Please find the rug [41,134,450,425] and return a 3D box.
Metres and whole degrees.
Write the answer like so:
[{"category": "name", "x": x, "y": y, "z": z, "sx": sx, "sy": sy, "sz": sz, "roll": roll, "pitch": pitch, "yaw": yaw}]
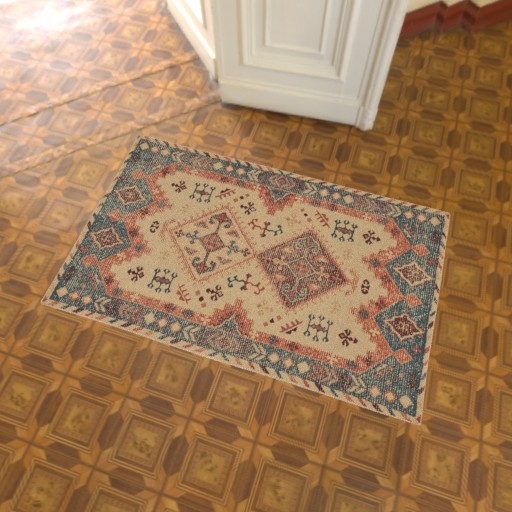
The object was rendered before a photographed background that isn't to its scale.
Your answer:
[{"category": "rug", "x": 0.000, "y": 0.000, "z": 3.039, "sx": 2.464, "sy": 0.023, "sz": 1.521, "roll": 16, "pitch": 64, "yaw": 8}]
